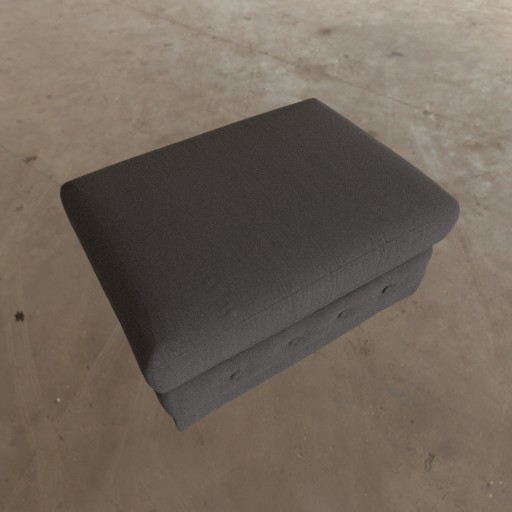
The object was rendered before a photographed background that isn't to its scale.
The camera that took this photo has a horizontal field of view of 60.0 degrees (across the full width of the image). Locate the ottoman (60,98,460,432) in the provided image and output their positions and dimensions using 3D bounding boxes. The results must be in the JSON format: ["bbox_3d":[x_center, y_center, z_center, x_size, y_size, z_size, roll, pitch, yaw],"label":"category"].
[{"bbox_3d":[0.000,0.000,1.158,0.771,0.500,0.569,-25,53,-21],"label":"ottoman"}]
